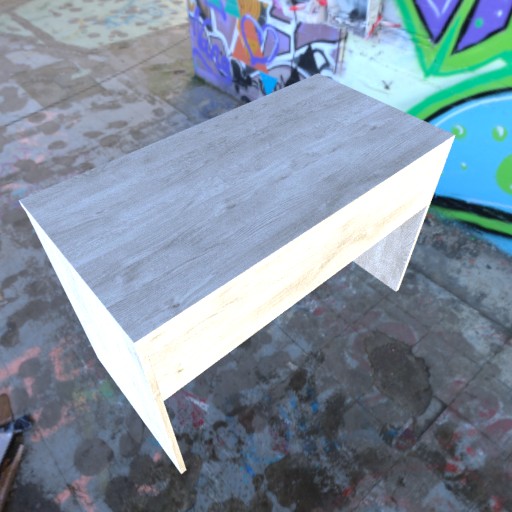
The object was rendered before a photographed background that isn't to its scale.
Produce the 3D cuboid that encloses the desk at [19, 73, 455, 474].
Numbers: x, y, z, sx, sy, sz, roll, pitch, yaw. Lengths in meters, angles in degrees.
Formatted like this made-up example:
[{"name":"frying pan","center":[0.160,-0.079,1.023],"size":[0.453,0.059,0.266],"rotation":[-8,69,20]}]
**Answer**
[{"name":"desk","center":[0.000,0.000,1.487],"size":[1.100,0.730,0.560],"rotation":[-33,54,-27]}]
